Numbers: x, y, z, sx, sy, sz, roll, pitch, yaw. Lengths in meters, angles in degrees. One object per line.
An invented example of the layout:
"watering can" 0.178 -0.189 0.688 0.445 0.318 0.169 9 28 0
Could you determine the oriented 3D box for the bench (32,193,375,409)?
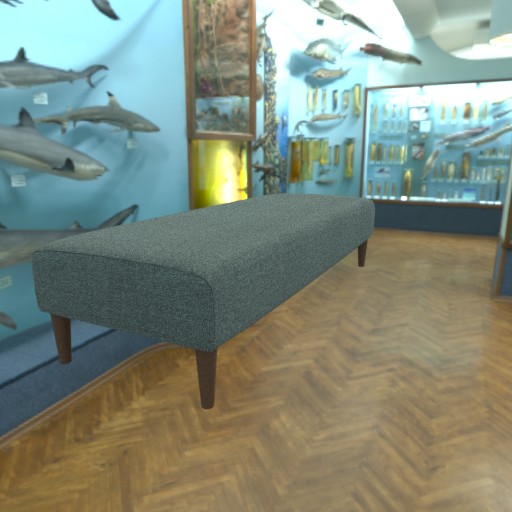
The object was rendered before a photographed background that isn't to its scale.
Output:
"bench" 0.000 0.000 1.816 0.631 0.384 1.598 7 15 26
